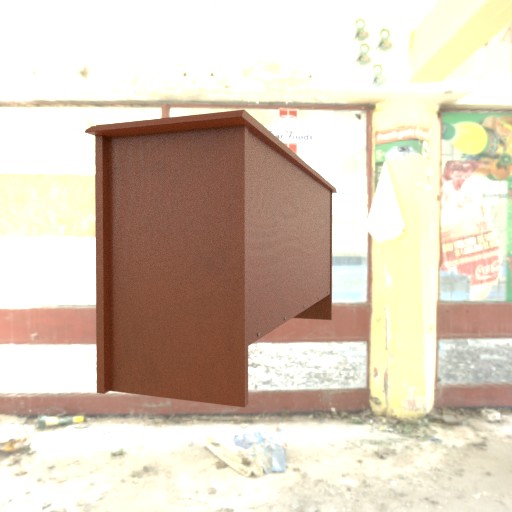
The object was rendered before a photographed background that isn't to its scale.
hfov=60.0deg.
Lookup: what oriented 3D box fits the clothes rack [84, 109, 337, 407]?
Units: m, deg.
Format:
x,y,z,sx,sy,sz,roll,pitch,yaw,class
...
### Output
x,y,z,sx,sy,sz,roll,pitch,yaw,class
0.000,0.000,1.497,0.362,0.594,1.251,0,1,18,clothes rack
